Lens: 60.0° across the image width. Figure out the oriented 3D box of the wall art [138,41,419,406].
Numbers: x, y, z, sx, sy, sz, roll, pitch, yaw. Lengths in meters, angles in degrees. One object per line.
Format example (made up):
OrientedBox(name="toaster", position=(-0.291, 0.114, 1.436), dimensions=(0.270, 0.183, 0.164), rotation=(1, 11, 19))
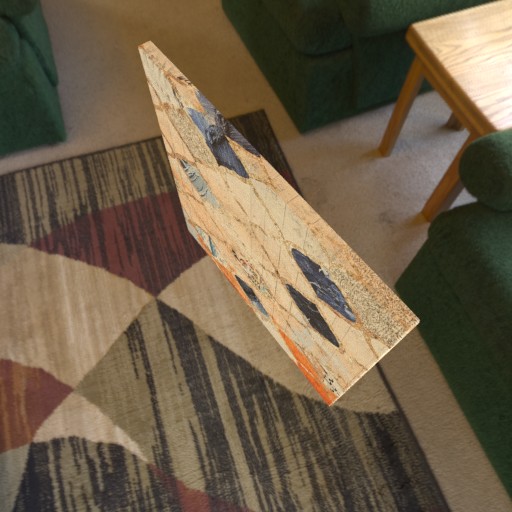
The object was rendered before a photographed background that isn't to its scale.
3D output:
OrientedBox(name="wall art", position=(0.000, 0.000, 1.341), dimensions=(0.039, 0.914, 0.912), rotation=(-34, 68, -16))
